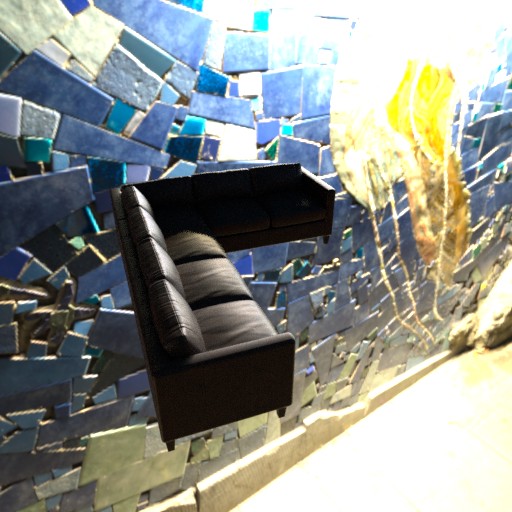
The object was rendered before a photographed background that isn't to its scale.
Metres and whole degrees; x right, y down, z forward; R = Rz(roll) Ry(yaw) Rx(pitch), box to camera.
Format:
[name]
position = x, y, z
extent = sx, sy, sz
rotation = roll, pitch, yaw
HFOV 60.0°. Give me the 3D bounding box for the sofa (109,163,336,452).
[sofa]
position = 0.000, 0.000, 4.288
extent = 2.438, 0.836, 3.152
rotation = -10, 31, -18
